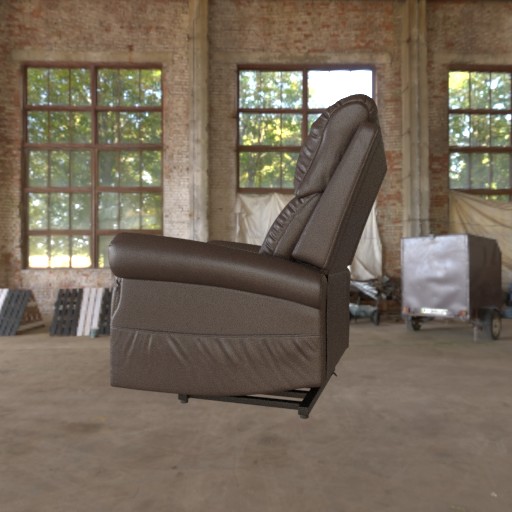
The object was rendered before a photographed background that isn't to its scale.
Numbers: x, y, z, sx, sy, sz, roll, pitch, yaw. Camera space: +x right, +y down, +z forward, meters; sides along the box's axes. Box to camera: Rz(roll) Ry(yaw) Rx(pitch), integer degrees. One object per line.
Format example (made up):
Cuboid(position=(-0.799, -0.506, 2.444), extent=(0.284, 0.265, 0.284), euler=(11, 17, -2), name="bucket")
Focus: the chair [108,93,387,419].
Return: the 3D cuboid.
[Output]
Cuboid(position=(0.000, 0.000, 1.752), extent=(0.978, 1.028, 0.869), euler=(0, 0, 18), name="chair")
